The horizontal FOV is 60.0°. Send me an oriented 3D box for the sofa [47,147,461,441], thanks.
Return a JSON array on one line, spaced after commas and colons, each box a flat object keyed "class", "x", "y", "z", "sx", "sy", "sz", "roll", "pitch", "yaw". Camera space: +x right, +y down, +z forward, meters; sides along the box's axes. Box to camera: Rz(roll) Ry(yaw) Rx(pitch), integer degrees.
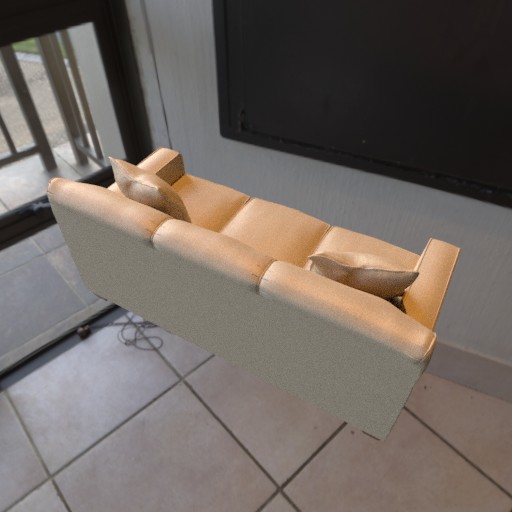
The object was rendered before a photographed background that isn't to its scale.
[{"class": "sofa", "x": 0.000, "y": 0.000, "z": 2.549, "sx": 2.024, "sy": 0.958, "sz": 0.997, "roll": 22, "pitch": 50, "yaw": 20}]
